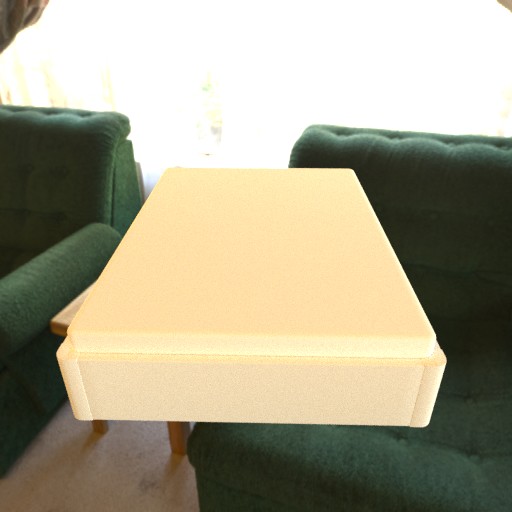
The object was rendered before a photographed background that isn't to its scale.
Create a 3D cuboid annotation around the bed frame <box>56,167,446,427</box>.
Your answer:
[{"bbox_3d":[0.000,0.000,2.436,1.400,0.406,1.900,1,30,1],"label":"bed frame"}]
